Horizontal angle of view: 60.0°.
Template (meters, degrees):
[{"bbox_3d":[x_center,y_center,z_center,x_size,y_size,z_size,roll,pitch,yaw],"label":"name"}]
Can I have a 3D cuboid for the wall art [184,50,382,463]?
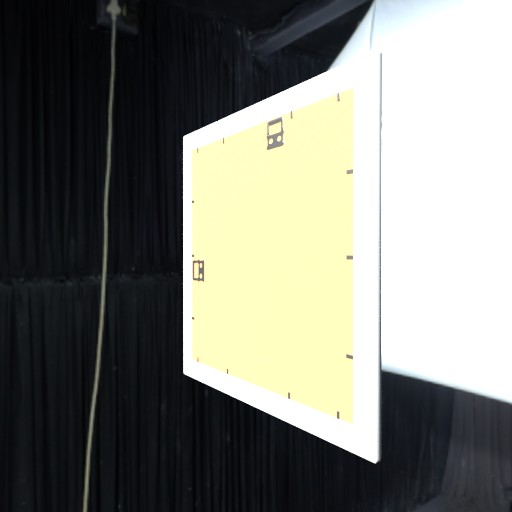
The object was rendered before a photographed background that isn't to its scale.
[{"bbox_3d":[0.000,0.000,0.862,0.013,0.584,0.584,0,1,-37],"label":"wall art"}]
